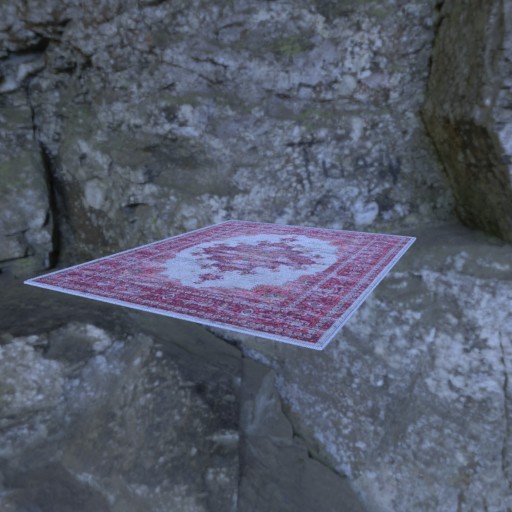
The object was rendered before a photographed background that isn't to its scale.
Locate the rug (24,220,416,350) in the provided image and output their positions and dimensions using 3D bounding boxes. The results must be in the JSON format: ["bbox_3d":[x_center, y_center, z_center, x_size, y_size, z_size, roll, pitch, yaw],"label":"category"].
[{"bbox_3d":[0.000,0.000,4.218,2.447,0.017,3.123,8,16,27],"label":"rug"}]
